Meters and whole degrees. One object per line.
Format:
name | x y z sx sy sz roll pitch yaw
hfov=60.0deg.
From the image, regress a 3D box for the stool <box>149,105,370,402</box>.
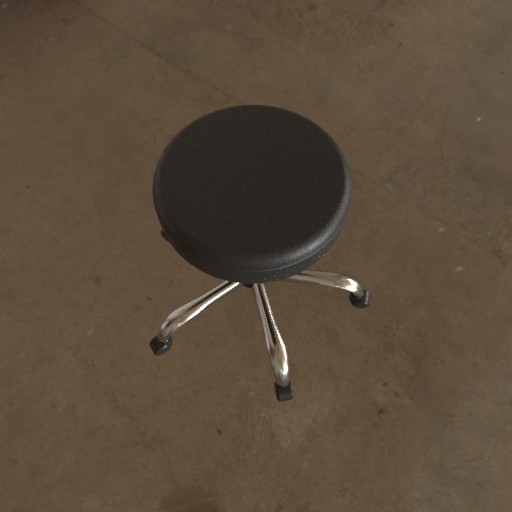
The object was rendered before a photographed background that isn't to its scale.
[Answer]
stool | 0.000 0.000 1.115 0.673 0.576 0.638 -13 63 -7
